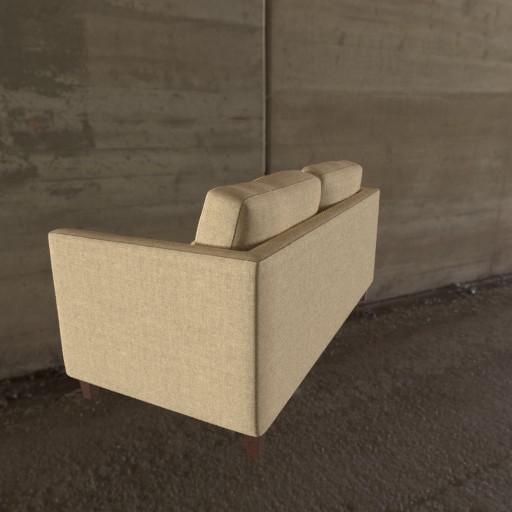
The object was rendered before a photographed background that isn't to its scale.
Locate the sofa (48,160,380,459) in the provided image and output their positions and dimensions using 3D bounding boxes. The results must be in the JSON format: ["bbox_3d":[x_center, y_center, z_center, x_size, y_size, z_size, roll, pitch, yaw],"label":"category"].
[{"bbox_3d":[0.000,0.000,2.397,0.950,0.963,1.884,8,18,25],"label":"sofa"}]
